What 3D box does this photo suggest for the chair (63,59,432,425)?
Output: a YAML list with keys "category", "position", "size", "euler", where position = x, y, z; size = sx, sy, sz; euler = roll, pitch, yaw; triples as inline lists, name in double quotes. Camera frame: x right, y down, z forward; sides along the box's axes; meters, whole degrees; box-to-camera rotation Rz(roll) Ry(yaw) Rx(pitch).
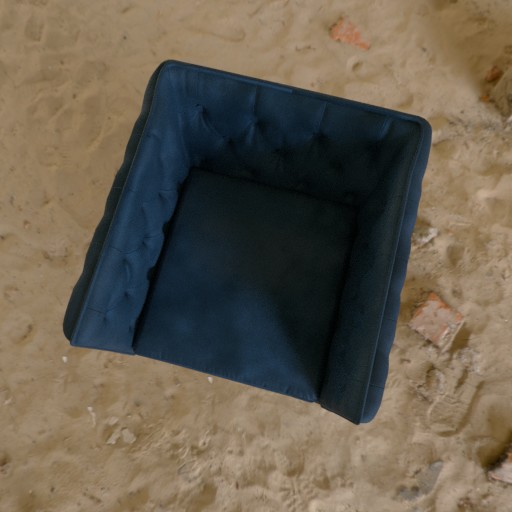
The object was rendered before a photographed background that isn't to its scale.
- category: "chair"
  position: [0.000, 0.000, 1.540]
  size: [0.868, 0.771, 0.877]
  euler: [14, 76, 4]
